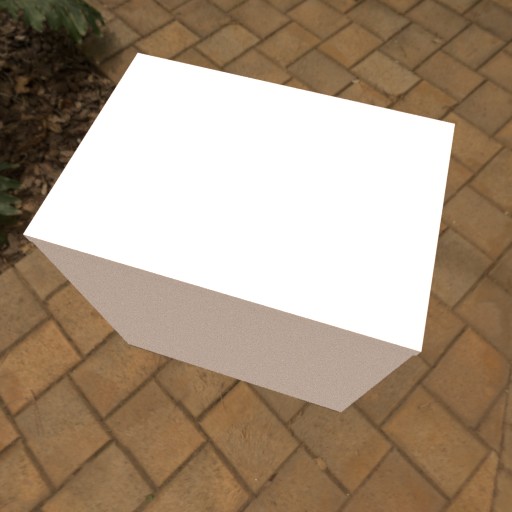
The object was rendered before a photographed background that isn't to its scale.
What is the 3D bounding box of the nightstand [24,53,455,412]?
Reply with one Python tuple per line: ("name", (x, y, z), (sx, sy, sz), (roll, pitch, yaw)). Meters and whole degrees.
("nightstand", (0.000, 0.000, 0.739), (0.441, 0.460, 0.325), (16, 64, 8))
